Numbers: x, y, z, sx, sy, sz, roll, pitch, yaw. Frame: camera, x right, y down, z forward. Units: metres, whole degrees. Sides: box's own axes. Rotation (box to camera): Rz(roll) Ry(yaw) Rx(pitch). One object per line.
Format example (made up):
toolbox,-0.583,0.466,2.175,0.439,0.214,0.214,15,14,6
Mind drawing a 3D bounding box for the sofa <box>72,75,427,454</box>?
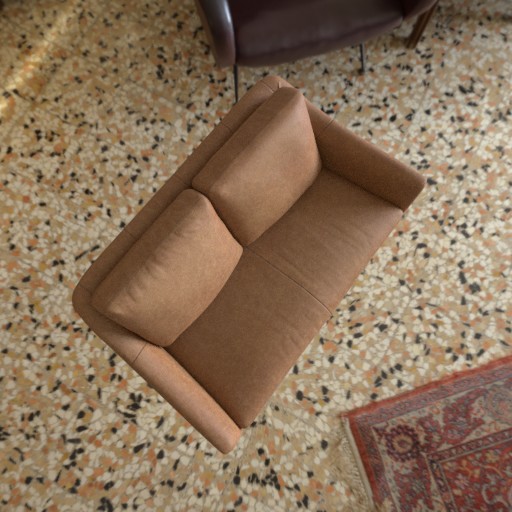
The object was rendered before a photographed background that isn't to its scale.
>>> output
sofa,0.000,0.000,2.251,0.960,0.902,1.619,37,78,9
